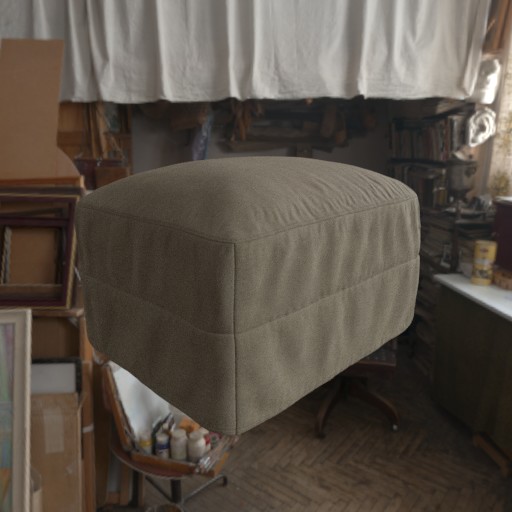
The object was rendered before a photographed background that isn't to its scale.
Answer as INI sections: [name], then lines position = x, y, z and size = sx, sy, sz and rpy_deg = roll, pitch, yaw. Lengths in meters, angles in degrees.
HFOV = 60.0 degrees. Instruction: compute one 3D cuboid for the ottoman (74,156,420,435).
[ottoman]
position = 0.000, 0.000, 1.098
size = 0.584, 0.480, 0.712
rpy_deg = 14, 20, 43
